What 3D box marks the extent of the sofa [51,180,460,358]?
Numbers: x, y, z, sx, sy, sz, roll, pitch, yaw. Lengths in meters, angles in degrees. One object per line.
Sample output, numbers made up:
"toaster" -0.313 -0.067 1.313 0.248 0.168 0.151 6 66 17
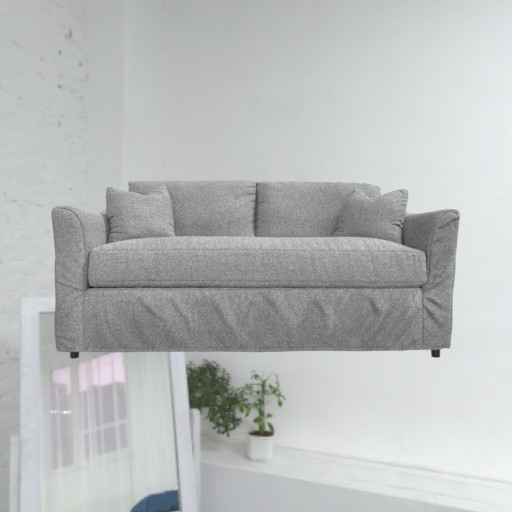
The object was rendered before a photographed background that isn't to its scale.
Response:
"sofa" 0.000 0.000 2.644 2.010 1.018 1.072 0 -2 -1
